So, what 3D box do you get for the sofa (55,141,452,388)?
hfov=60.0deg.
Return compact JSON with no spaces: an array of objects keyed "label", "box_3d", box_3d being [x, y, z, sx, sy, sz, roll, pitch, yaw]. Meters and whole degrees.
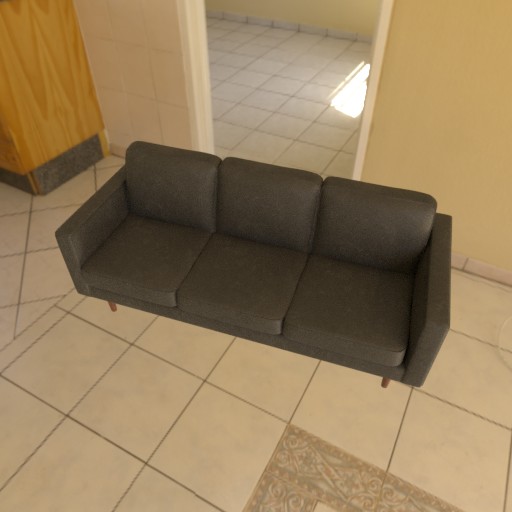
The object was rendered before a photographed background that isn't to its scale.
[{"label":"sofa","box_3d":[0.000,0.000,2.565,2.029,0.899,0.879,13,44,14]}]
